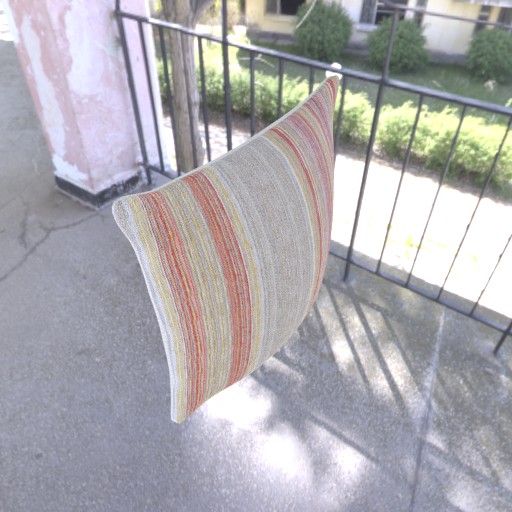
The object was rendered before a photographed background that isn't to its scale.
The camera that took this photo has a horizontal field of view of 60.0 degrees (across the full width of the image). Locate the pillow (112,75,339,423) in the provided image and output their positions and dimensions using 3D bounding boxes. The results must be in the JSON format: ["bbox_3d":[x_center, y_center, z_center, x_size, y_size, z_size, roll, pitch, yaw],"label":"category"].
[{"bbox_3d":[0.000,0.000,0.706,0.191,0.449,0.451,26,48,26],"label":"pillow"}]
